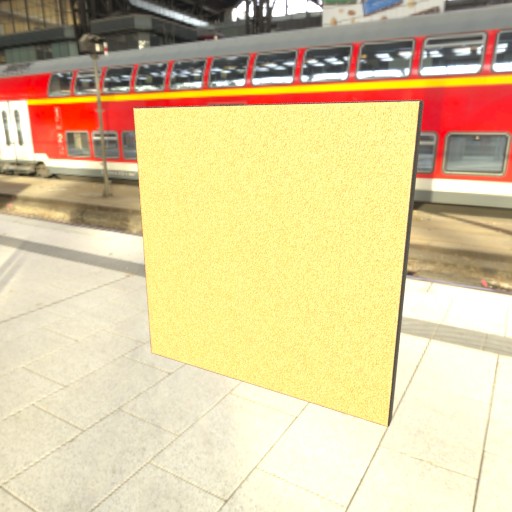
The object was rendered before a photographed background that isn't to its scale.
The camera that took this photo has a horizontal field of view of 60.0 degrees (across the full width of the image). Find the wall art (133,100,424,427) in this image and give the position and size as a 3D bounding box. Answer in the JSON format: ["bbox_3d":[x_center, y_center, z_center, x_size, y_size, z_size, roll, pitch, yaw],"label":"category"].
[{"bbox_3d":[0.000,0.000,0.700,0.456,0.453,0.022,9,19,28],"label":"wall art"}]
